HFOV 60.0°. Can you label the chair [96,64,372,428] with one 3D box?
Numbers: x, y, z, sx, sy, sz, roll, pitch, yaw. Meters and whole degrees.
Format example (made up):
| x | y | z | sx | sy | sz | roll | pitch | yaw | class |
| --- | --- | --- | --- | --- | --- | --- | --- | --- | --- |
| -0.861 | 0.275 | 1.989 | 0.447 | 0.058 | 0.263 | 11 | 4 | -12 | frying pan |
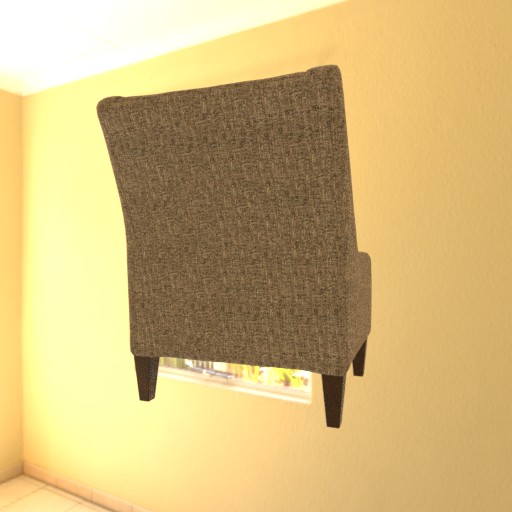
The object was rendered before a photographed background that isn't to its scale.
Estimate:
| x | y | z | sx | sy | sz | roll | pitch | yaw | class |
| --- | --- | --- | --- | --- | --- | --- | --- | --- | --- |
| 0.000 | 0.000 | 1.648 | 0.774 | 1.014 | 0.870 | 0 | 1 | 20 | chair |
